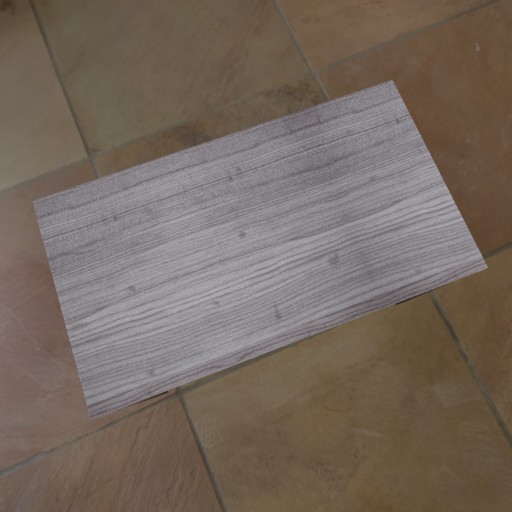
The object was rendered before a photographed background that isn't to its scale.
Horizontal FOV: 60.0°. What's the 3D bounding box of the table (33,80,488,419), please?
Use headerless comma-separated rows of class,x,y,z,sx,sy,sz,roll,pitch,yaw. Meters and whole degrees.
table,0.000,0.000,2.096,1.579,0.736,0.881,-20,77,-5
